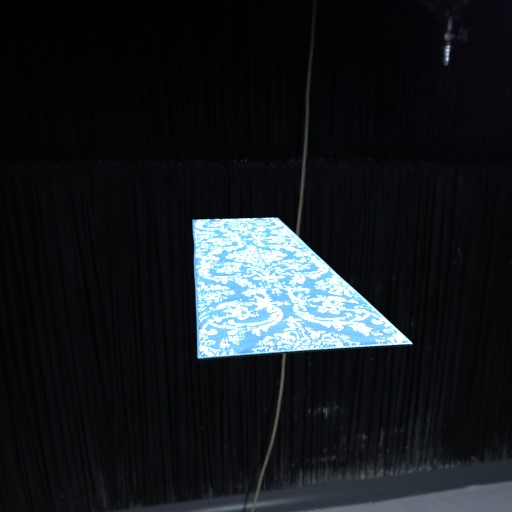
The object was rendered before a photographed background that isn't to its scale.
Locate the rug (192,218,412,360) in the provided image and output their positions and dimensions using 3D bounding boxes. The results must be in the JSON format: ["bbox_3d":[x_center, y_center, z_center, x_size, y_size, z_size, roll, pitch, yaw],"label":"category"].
[{"bbox_3d":[0.000,0.000,2.369,0.662,0.011,2.196,-2,15,-8],"label":"rug"}]
